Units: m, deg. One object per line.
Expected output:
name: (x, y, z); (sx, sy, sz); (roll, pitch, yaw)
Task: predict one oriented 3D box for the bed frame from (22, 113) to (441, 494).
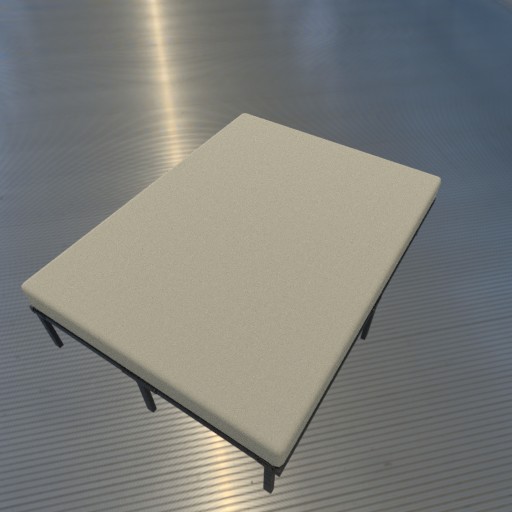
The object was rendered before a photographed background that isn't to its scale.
bed frame: (0.000, 0.000, 3.479); (1.990, 0.680, 2.635); (25, 52, 22)
